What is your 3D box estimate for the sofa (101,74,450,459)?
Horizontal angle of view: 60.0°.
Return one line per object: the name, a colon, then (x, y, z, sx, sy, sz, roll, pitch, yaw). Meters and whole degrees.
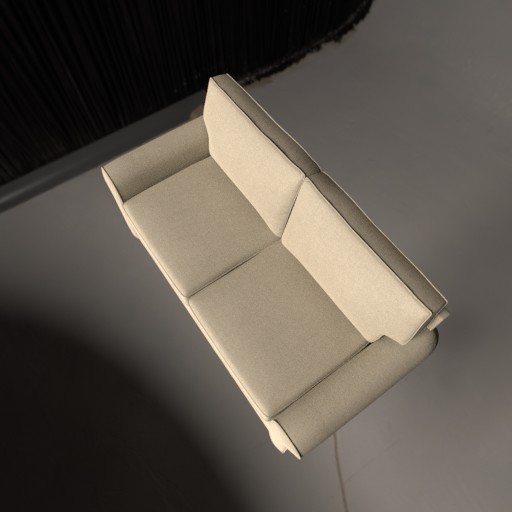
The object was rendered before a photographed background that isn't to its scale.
sofa: (0.000, 0.000, 2.280, 0.861, 0.933, 1.774, -32, 67, -15)
